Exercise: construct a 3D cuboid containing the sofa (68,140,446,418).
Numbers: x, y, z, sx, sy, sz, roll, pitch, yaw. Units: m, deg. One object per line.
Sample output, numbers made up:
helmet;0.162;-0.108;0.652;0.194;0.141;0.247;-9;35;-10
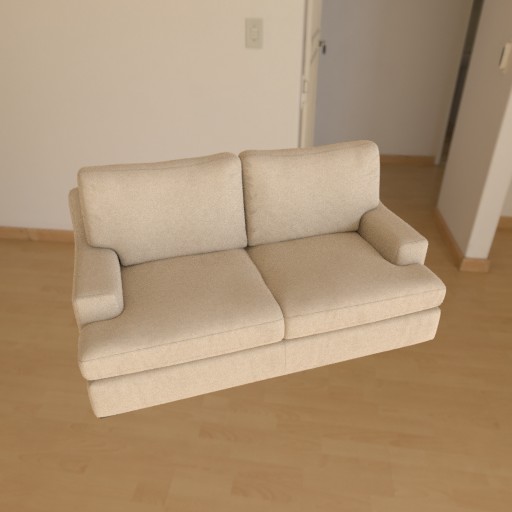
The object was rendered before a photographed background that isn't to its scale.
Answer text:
sofa;0.000;0.000;2.419;1.885;0.967;0.962;-9;32;-15
